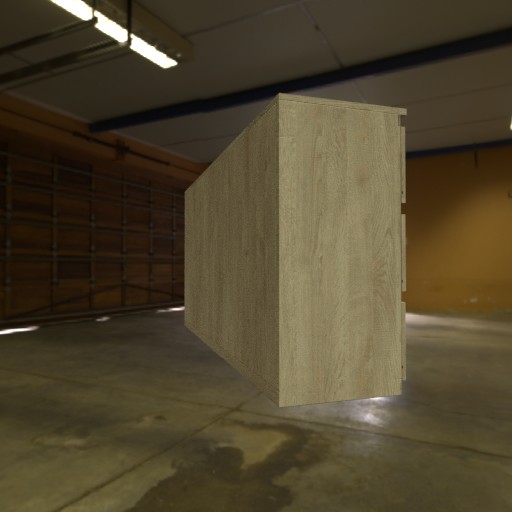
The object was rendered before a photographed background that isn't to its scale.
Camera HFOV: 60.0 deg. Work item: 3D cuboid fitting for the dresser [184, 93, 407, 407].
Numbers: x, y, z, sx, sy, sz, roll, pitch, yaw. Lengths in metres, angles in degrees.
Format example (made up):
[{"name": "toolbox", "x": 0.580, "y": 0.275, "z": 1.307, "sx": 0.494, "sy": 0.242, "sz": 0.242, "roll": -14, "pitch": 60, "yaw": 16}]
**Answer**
[{"name": "dresser", "x": 0.000, "y": 0.000, "z": 1.930, "sx": 0.390, "sy": 0.795, "sz": 1.590, "roll": 0, "pitch": -1, "yaw": -18}]
